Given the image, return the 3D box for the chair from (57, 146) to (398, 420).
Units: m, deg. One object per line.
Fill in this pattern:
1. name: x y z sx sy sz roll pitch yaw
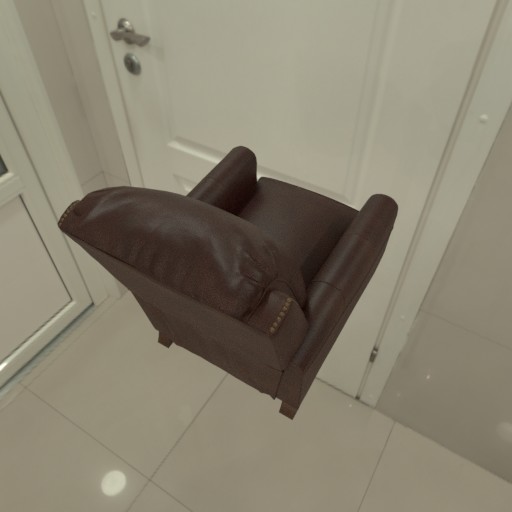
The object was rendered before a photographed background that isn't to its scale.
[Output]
1. chair: 0.000 0.000 1.769 0.826 1.022 1.089 24 52 21
